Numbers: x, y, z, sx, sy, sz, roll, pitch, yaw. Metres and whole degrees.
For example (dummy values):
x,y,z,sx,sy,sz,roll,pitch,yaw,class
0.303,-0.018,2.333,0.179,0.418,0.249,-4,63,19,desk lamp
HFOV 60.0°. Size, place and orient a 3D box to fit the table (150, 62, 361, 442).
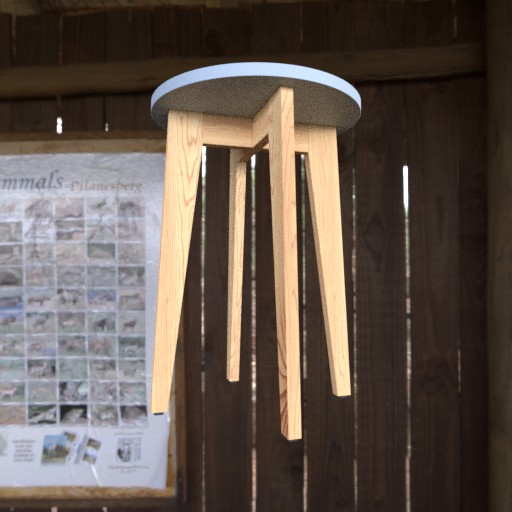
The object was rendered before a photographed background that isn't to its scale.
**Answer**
x,y,z,sx,sy,sz,roll,pitch,yaw,class
0.000,0.000,0.751,0.350,0.500,0.350,0,-2,0,table
